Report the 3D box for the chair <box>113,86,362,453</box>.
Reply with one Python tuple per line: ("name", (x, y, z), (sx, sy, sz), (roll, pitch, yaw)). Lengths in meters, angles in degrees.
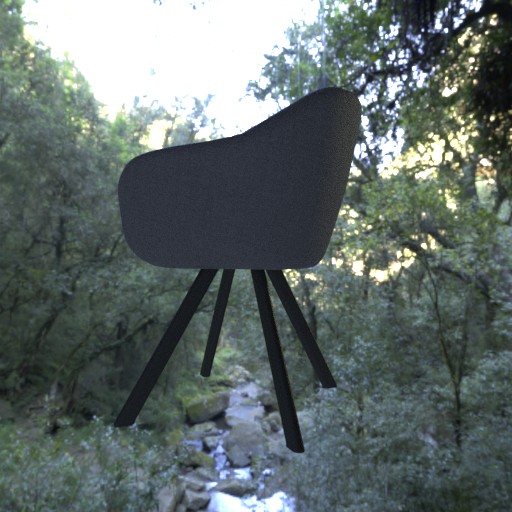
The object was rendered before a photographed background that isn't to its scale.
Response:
("chair", (0.000, 0.000, 1.181), (0.550, 0.795, 0.590), (0, 0, 18))
